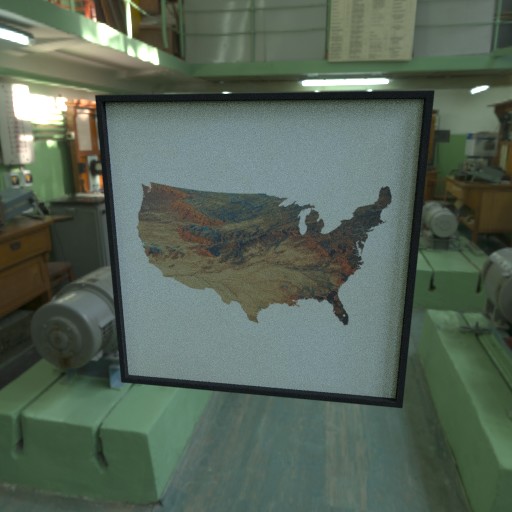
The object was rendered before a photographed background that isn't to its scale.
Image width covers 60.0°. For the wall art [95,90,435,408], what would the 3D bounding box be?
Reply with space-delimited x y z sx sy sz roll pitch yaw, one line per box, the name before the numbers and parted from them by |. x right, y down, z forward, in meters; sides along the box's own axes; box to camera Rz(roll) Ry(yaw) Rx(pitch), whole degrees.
wall art | 0.000 0.000 1.103 0.762 0.762 0.038 2 16 9
